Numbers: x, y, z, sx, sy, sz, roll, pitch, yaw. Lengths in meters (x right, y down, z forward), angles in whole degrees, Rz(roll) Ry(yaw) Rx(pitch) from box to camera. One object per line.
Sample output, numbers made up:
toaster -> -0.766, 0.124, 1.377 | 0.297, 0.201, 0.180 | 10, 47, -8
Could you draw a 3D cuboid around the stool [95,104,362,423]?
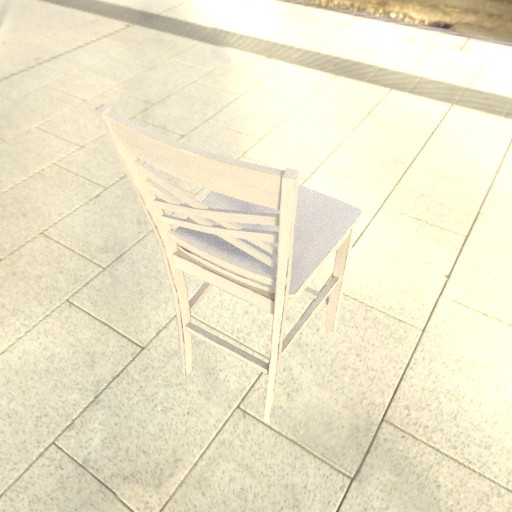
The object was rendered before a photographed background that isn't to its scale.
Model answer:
stool -> 0.000, 0.000, 1.358 | 0.462, 1.079, 0.539 | 23, 51, 21
